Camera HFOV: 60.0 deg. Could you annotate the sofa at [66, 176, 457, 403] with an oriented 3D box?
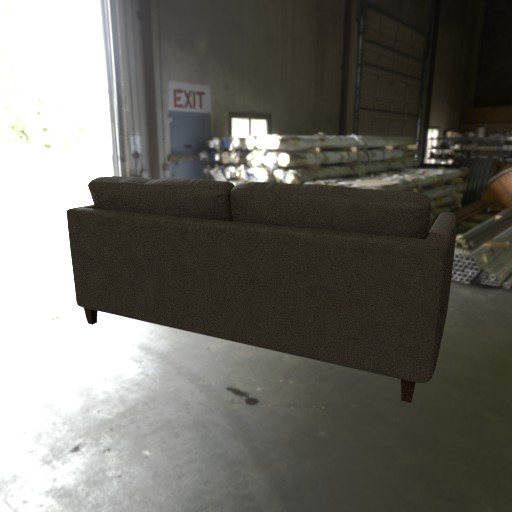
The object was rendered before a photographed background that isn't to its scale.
[{"bbox_3d":[0.000,0.000,2.738,2.208,0.965,0.951,7,16,25],"label":"sofa"}]
